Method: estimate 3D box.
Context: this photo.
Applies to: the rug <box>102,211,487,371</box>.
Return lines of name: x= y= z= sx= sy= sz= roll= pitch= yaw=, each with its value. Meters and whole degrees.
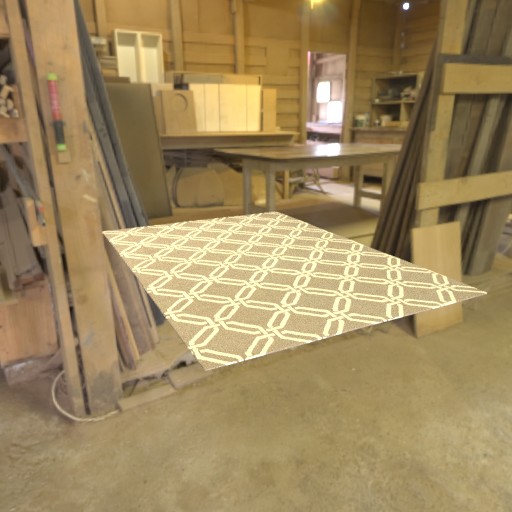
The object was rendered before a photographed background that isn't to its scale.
rug: x=0.000 y=0.000 z=4.476 sx=2.441 sy=0.020 sz=3.419 roll=-9 pitch=20 yaw=-26
